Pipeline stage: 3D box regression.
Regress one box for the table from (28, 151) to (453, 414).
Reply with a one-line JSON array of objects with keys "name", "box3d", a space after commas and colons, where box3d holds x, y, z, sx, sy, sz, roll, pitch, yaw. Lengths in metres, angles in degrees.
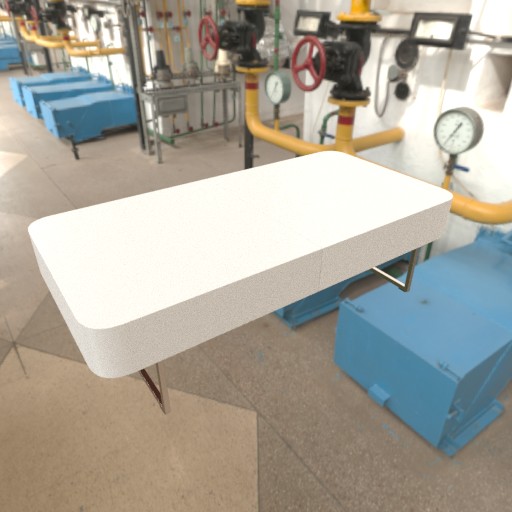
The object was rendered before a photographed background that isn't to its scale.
[{"name": "table", "box3d": [0.000, 0.000, 1.434, 1.200, 0.340, 0.600, -20, 36, -29]}]
